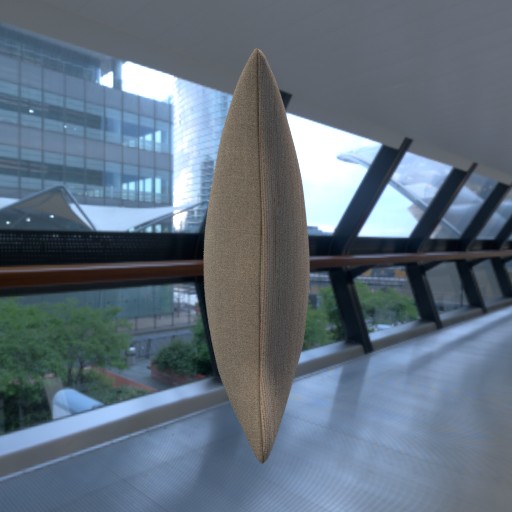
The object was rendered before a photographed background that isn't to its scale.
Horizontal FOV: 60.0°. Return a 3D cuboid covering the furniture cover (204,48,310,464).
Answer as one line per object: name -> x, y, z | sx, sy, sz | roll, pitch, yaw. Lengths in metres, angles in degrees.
furniture cover -> 0.000, 0.000, 0.788 | 0.178, 0.506, 0.512 | 0, 0, -1
